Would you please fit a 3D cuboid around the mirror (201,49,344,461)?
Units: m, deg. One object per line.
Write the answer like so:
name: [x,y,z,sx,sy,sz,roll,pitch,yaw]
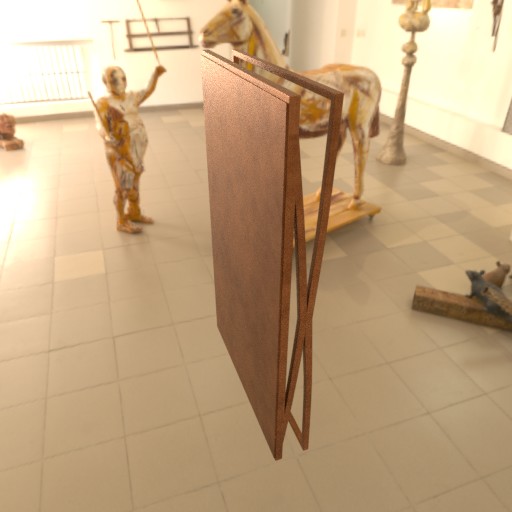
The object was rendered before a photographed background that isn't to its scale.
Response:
mirror: [0.000,0.000,0.964,0.082,0.768,0.468,-11,34,-17]
